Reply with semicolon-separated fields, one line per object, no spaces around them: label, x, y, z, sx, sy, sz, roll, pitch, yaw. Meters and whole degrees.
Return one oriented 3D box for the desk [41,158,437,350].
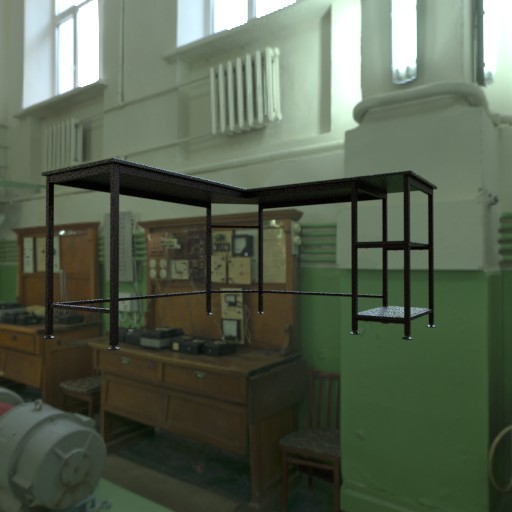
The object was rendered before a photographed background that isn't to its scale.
desk;0.000;0.000;2.156;1.379;0.739;1.379;-1;-1;34
